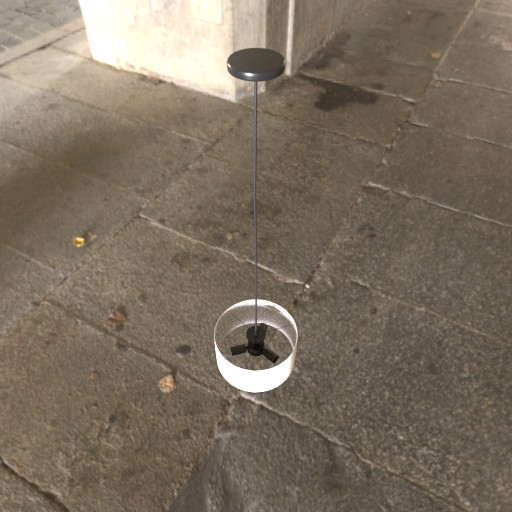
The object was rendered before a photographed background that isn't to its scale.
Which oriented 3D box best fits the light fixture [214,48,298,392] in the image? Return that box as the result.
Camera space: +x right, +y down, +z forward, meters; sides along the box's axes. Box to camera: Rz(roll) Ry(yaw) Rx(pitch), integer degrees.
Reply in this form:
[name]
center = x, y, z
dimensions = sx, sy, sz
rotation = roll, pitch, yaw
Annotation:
[light fixture]
center = 0.000, 0.000, 1.713
dimensions = 0.399, 1.516, 0.399
rotation = 0, 48, 0
